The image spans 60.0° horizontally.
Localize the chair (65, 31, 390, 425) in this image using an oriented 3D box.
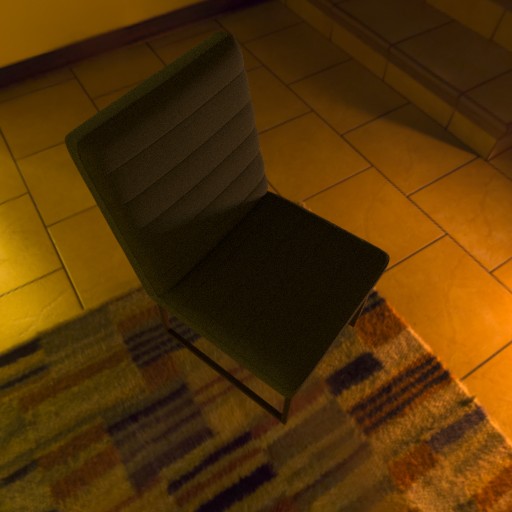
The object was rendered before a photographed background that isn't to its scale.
[{"bbox_3d":[0.000,0.000,1.282,0.634,0.930,0.520,33,62,20],"label":"chair"}]
